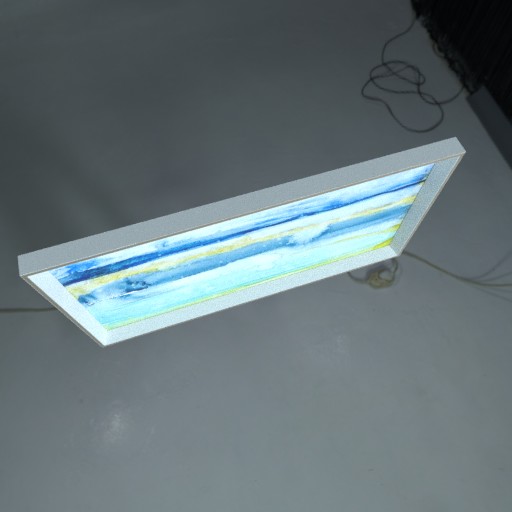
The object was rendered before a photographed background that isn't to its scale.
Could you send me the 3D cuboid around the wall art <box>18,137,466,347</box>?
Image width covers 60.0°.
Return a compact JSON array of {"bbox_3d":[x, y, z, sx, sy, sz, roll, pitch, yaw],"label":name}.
[{"bbox_3d":[0.000,0.000,0.969,0.812,0.431,0.038,-16,64,-8],"label":"wall art"}]
